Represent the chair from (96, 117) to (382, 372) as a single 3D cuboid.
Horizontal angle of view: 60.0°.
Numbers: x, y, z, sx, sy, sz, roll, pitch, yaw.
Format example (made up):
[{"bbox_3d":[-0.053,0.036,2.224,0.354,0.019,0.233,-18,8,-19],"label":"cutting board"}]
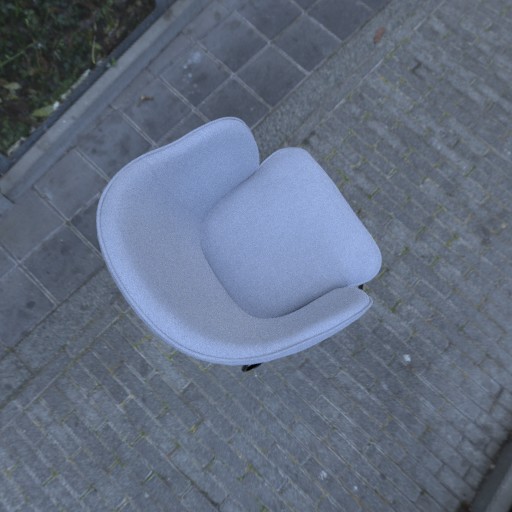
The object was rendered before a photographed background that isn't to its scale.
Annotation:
[{"bbox_3d":[0.000,0.000,1.211,0.592,0.817,0.570,-32,77,-8],"label":"chair"}]
